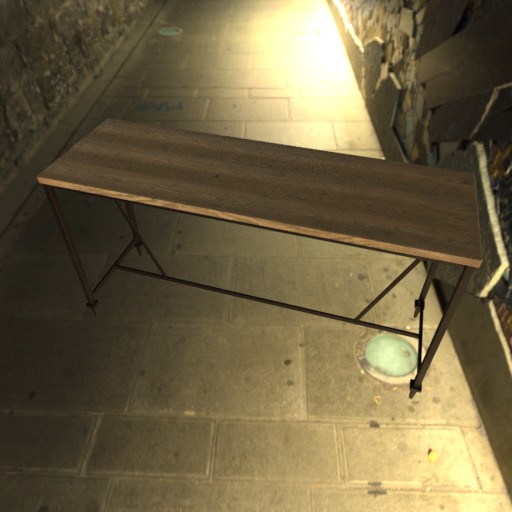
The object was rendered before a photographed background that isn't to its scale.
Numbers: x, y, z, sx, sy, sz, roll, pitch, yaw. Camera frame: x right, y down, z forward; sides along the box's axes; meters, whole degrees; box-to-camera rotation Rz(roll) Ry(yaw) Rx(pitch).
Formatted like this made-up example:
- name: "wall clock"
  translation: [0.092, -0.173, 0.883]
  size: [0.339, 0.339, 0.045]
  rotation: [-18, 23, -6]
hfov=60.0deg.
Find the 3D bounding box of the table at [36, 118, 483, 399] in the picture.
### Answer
- name: "table"
  translation: [0.000, 0.000, 2.104]
  size: [1.700, 0.902, 0.551]
  rotation: [12, 44, 12]
